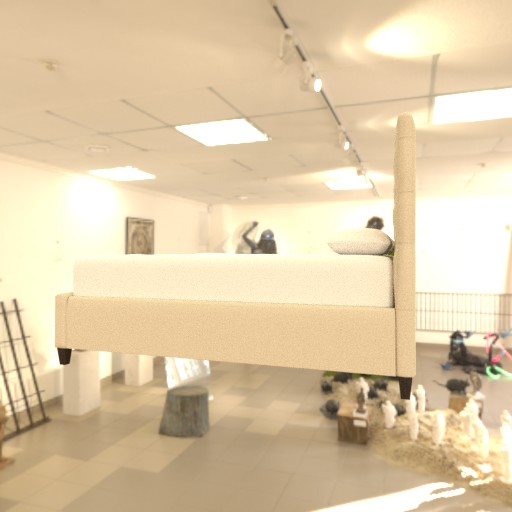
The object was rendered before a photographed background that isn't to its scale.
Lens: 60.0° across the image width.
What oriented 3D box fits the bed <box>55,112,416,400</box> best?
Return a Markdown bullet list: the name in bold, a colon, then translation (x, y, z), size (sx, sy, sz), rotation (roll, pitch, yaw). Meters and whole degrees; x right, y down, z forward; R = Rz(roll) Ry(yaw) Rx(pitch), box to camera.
- **bed**: translation (0.000, 0.000, 3.322), size (2.233, 1.426, 1.696), rotation (0, 0, 19)
